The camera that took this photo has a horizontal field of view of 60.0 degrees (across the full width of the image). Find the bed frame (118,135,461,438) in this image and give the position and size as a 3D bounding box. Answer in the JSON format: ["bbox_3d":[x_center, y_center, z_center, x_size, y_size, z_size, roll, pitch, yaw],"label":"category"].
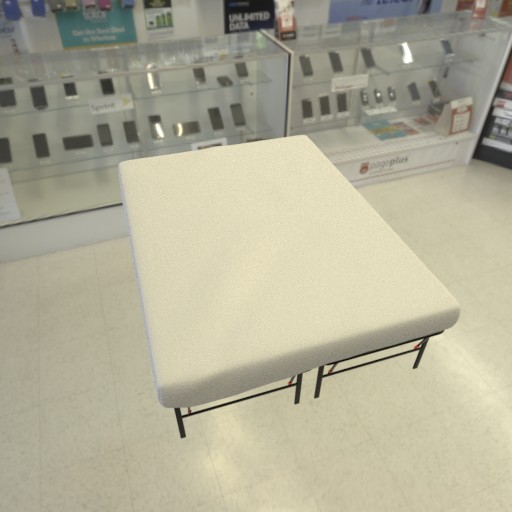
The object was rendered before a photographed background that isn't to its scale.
[{"bbox_3d":[0.000,0.000,2.991,1.584,0.667,2.151,-12,42,-13],"label":"bed frame"}]
